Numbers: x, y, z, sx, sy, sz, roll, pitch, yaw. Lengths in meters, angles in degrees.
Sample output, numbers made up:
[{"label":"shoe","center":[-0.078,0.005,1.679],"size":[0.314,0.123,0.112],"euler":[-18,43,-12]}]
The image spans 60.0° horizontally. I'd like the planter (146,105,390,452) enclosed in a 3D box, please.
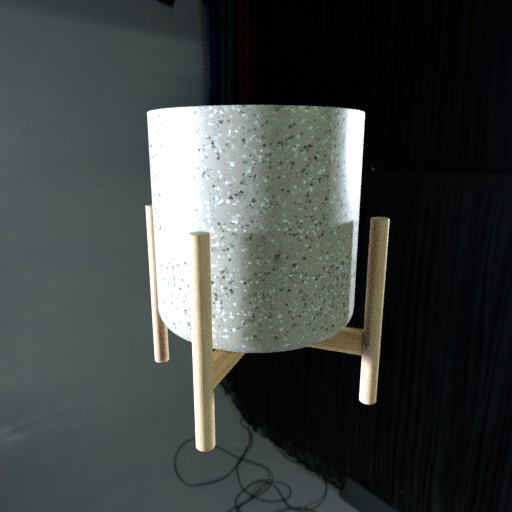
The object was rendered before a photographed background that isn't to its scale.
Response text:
[{"label":"planter","center":[0.000,0.000,0.685],"size":[0.360,0.419,0.360],"euler":[13,19,42]}]
